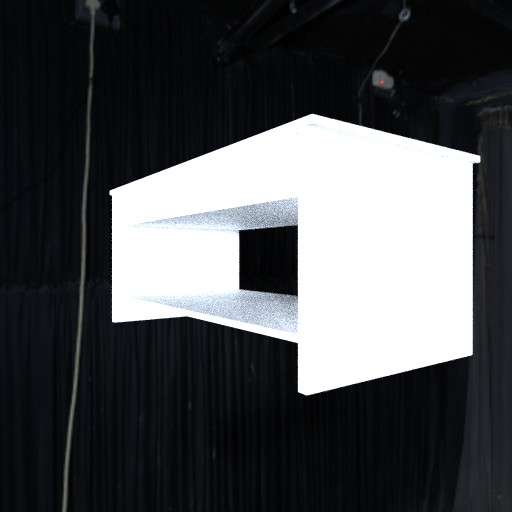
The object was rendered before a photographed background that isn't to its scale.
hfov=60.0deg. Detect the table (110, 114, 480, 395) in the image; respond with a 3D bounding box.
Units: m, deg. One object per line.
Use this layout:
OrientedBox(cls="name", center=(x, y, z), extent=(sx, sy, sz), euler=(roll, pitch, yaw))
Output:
OrientedBox(cls="table", center=(0.000, 0.000, 1.239), extent=(0.500, 0.441, 1.000), euler=(0, 0, -36))
